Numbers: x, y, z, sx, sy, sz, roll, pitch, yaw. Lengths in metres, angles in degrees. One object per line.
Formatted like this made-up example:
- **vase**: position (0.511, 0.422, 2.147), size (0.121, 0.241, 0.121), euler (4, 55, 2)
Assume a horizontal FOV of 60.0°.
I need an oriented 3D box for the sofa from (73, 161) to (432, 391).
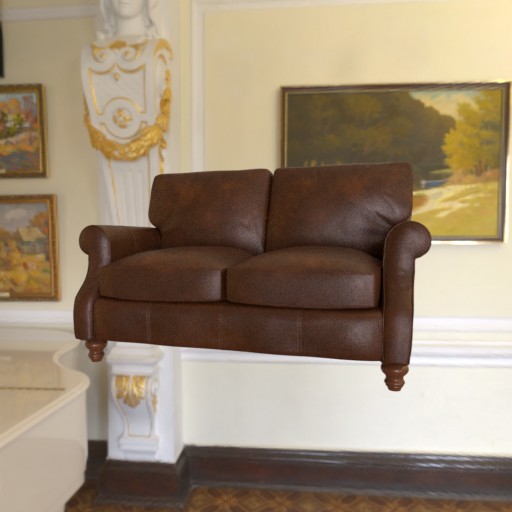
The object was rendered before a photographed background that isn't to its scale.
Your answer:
- **sofa**: position (0.000, 0.000, 2.231), size (1.616, 0.976, 0.990), euler (1, 2, 18)
